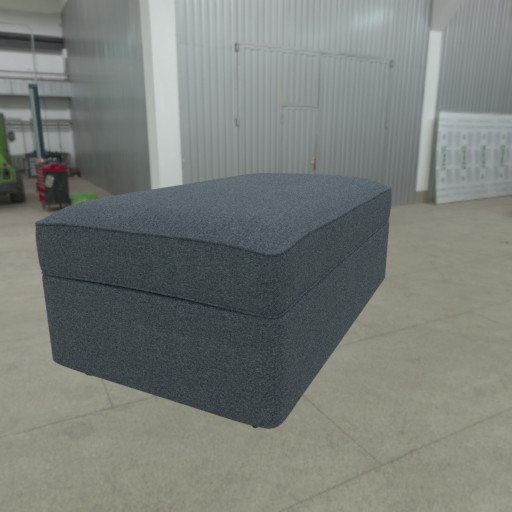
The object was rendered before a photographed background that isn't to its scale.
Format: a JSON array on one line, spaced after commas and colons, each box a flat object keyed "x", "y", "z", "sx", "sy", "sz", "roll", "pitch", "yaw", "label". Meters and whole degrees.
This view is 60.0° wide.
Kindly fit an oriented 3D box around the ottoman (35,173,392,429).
[{"x": 0.000, "y": 0.000, "z": 1.498, "sx": 0.681, "sy": 0.494, "sz": 1.173, "roll": 7, "pitch": 17, "yaw": 26, "label": "ottoman"}]
